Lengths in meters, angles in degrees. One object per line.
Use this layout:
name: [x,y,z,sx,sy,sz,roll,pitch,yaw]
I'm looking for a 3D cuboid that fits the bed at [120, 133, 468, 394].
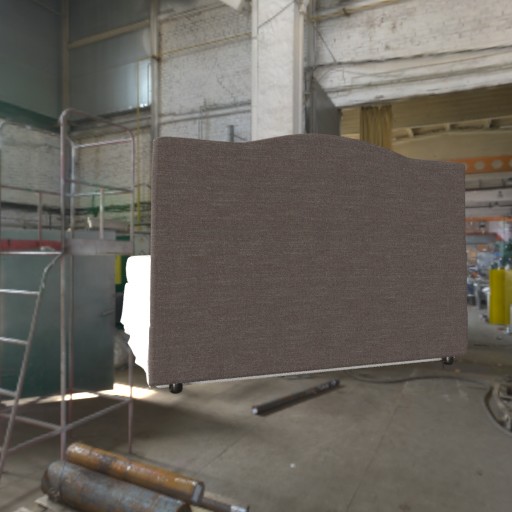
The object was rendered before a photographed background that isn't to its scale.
bed: [0.000,0.000,3.889,2.161,1.457,2.689,0,0,-20]
